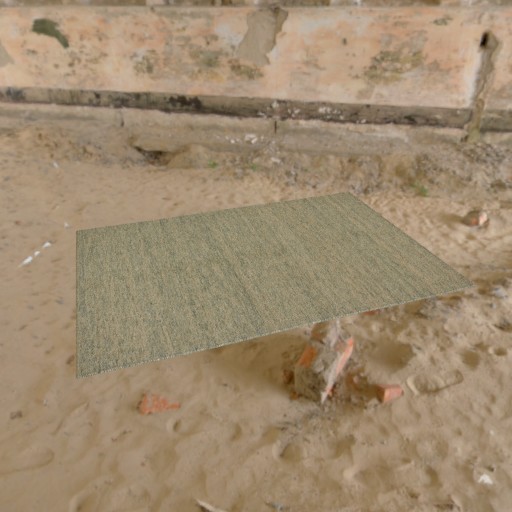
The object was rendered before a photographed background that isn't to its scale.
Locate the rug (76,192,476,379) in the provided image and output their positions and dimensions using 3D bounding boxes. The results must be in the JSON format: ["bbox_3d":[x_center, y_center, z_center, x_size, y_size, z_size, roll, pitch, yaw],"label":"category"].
[{"bbox_3d":[0.000,0.000,2.978,2.283,0.013,1.547,-10,32,-16],"label":"rug"}]
